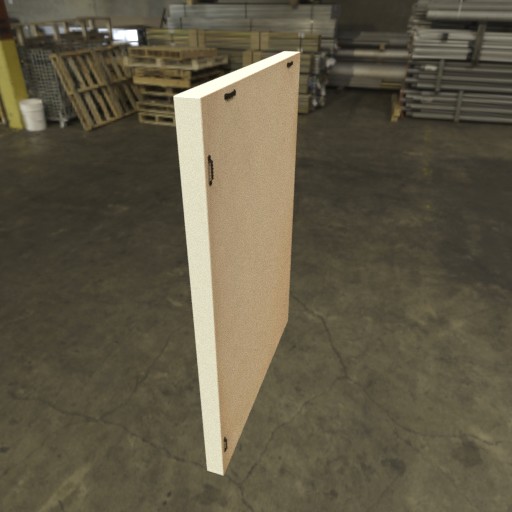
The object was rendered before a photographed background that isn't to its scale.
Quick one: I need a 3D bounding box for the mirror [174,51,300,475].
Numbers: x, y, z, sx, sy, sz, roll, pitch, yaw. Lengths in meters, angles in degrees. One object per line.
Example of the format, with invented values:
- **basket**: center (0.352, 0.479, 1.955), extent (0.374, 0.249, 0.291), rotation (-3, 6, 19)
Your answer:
- **mirror**: center (0.000, 0.000, 0.901), extent (0.040, 0.710, 0.507), rotation (9, 32, 15)
